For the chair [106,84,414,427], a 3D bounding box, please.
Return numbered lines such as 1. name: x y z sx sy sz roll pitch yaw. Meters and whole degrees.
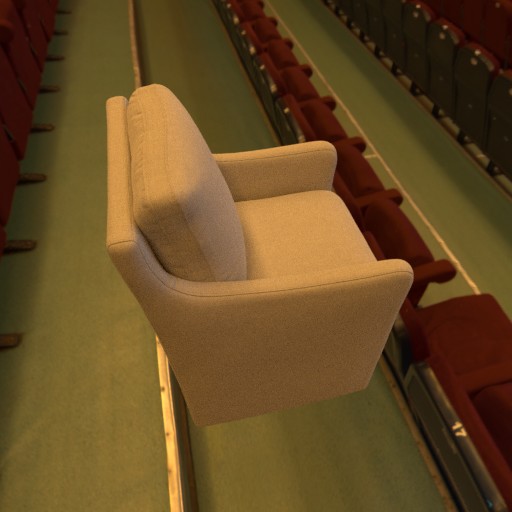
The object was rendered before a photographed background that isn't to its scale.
1. chair: 0.000 0.000 1.334 0.694 0.914 0.626 -10 47 -9
